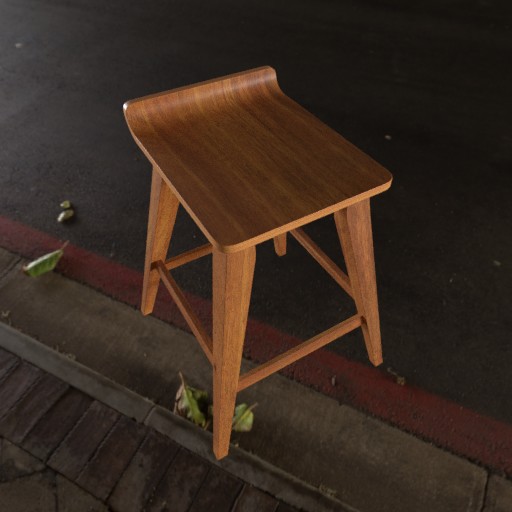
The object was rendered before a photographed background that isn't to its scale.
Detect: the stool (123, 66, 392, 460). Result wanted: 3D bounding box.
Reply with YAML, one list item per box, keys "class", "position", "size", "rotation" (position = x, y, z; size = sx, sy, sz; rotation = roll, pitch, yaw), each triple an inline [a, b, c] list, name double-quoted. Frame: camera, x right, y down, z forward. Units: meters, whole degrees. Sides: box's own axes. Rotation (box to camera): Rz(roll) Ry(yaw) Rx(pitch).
- class: "stool"
  position: [0.000, 0.000, 1.026]
  size: [0.500, 0.650, 0.500]
  rotation: [-23, 50, -21]
